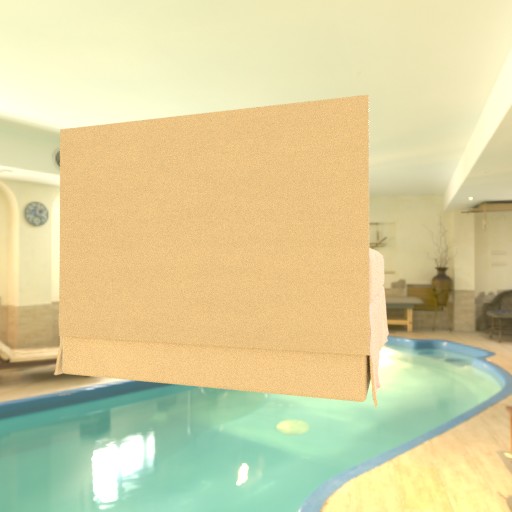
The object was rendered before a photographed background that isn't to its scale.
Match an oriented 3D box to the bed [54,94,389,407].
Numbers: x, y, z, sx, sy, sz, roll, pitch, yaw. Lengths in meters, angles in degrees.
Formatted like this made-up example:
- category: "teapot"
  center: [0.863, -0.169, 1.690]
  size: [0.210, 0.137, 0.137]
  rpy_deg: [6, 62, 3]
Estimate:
- category: "bed"
  center: [0.000, 0.000, 3.121]
  size: [1.745, 1.335, 2.094]
  rpy_deg: [0, -1, 18]
